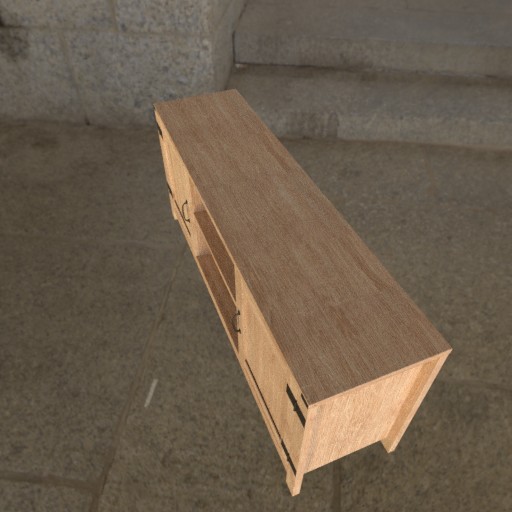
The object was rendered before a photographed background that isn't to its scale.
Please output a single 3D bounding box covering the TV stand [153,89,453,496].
[{"bbox_3d":[0.000,0.000,1.675,0.398,0.610,1.466,-16,48,-15],"label":"TV stand"}]
